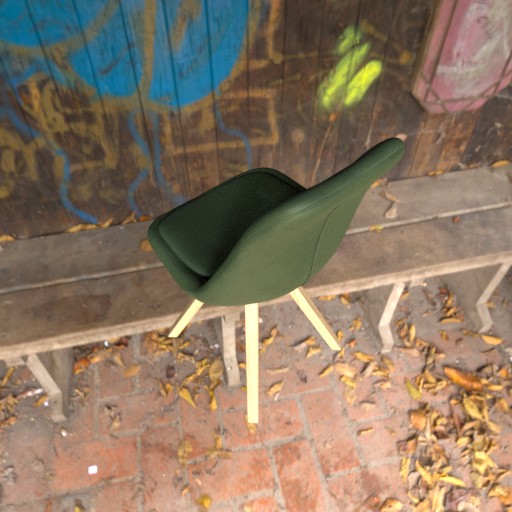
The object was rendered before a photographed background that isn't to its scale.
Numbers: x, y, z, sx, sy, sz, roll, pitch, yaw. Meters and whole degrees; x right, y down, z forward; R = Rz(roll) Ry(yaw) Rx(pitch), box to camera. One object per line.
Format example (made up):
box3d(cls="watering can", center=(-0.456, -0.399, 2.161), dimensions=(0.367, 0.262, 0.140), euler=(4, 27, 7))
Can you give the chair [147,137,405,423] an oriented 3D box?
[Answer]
box3d(cls="chair", center=(0.000, 0.000, 1.208), dimensions=(0.483, 0.865, 0.547), euler=(-33, 56, -26))
